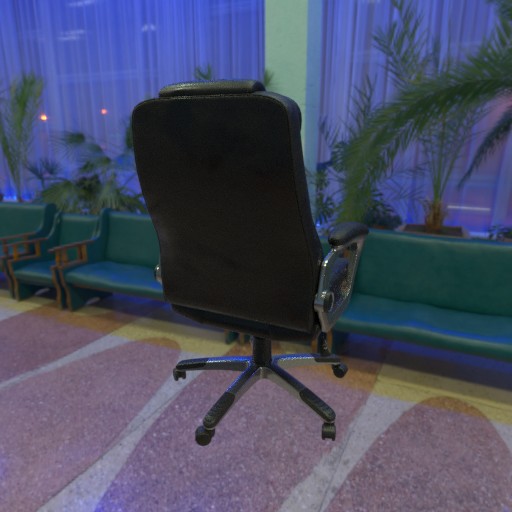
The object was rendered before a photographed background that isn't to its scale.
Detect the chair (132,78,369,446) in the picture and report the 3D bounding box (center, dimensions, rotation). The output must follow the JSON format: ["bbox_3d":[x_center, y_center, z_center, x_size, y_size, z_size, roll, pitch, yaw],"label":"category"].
[{"bbox_3d":[0.000,0.000,1.519,0.697,1.075,0.689,8,17,26],"label":"chair"}]
